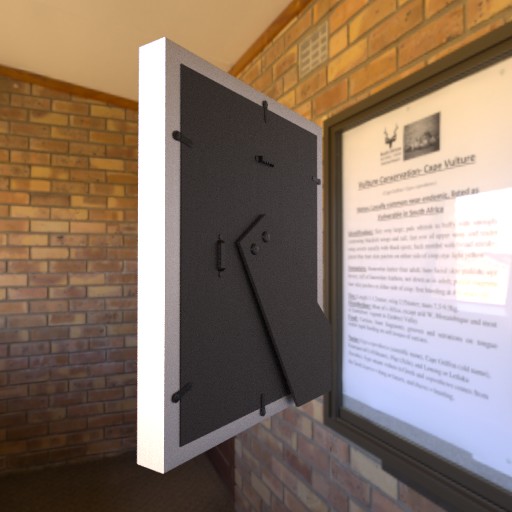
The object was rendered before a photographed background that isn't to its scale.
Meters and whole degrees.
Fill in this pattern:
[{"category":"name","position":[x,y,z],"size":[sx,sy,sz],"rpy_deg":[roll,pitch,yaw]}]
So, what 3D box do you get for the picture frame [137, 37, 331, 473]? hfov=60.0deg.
[{"category":"picture frame","position":[0.000,0.000,0.386],"size":[0.036,0.282,0.233],"rpy_deg":[-1,-1,34]}]
